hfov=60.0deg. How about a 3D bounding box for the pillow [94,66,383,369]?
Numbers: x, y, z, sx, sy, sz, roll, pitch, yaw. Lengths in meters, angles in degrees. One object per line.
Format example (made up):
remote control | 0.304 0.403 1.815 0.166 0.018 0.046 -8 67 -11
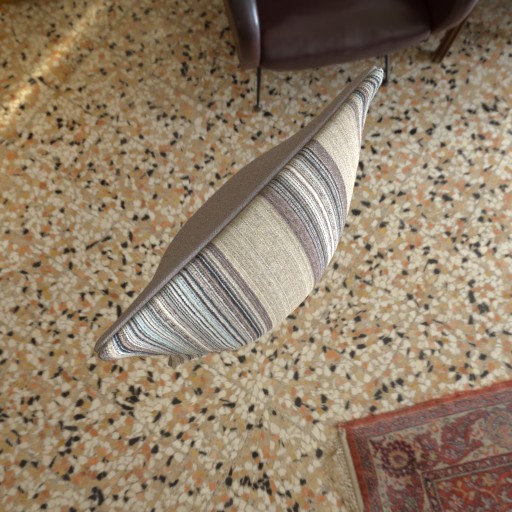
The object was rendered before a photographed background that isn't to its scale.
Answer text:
pillow | 0.000 0.000 0.650 0.189 0.416 0.435 41 78 10
